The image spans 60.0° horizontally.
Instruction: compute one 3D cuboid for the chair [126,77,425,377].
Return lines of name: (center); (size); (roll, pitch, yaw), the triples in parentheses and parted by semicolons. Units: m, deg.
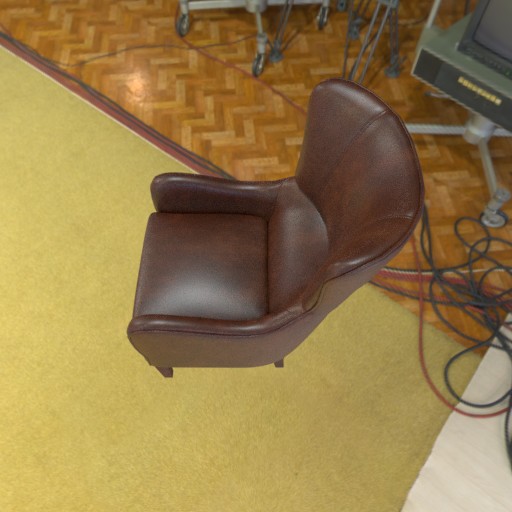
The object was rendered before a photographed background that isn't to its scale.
chair: (0.000, 0.000, 1.641); (0.914, 1.048, 0.692); (0, 59, 0)
